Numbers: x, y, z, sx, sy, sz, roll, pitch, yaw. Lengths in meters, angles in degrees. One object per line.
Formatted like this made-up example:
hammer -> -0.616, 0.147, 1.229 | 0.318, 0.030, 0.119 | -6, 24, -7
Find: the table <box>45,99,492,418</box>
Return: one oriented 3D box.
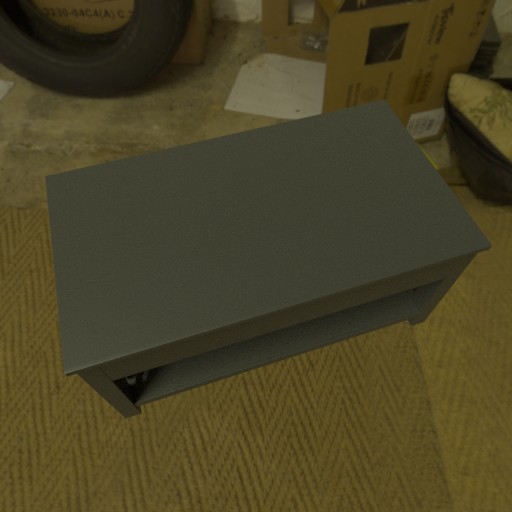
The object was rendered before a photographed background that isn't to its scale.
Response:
table -> 0.000, 0.000, 1.404 | 1.068, 0.493, 0.612 | -15, 59, -10
